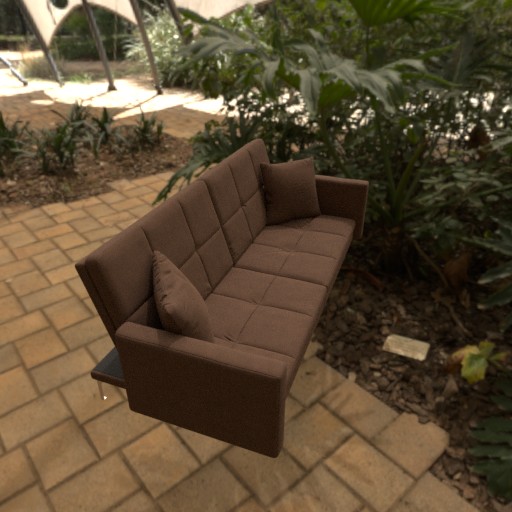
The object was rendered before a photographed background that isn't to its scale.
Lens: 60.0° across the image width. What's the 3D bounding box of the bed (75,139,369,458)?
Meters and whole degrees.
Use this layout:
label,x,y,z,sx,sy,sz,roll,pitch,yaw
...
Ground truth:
label,x,y,z,sx,sy,sz,roll,pitch,yaw
bed,0.000,0.000,2.369,0.889,0.787,1.905,11,31,18
